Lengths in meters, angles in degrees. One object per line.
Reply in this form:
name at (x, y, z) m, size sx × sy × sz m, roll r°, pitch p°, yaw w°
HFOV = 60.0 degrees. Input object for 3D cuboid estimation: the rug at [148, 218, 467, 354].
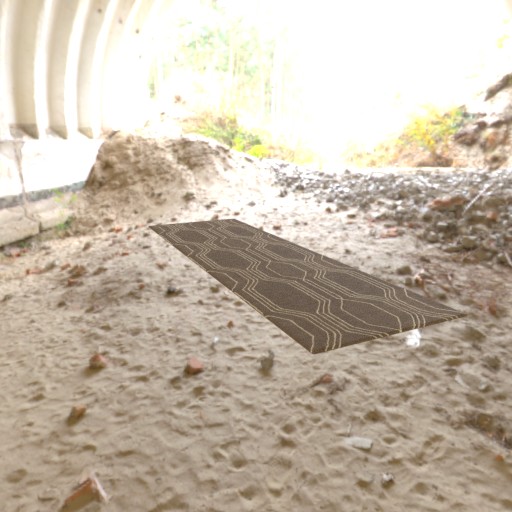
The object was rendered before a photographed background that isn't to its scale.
rug at (0.000, 0.000, 2.759) m, size 0.773 × 0.012 × 2.464 m, roll -7°, pitch 17°, yaw -25°
